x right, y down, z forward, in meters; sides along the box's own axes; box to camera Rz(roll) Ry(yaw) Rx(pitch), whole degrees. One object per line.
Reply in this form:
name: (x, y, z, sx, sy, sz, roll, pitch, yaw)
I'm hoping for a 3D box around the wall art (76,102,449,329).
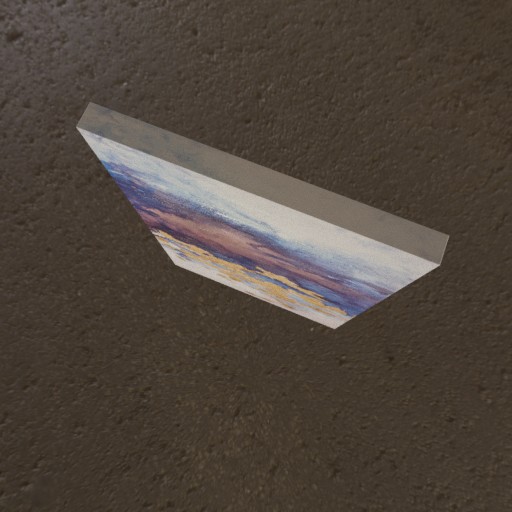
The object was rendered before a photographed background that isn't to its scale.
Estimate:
wall art: (0.000, 0.000, 1.084, 0.583, 0.874, 0.048, 22, 76, 6)
